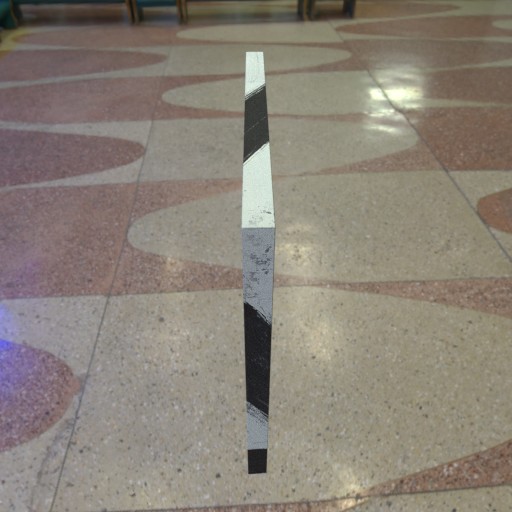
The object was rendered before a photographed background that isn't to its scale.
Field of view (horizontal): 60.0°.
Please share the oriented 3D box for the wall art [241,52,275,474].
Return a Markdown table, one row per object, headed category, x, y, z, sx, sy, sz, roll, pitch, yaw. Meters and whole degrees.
| category | x | y | z | sx | sy | sz | roll | pitch | yaw |
| --- | --- | --- | --- | --- | --- | --- | --- | --- | --- |
| wall art | 0.000 | 0.000 | 1.133 | 0.046 | 0.765 | 0.765 | 0 | 41 | 0 |
